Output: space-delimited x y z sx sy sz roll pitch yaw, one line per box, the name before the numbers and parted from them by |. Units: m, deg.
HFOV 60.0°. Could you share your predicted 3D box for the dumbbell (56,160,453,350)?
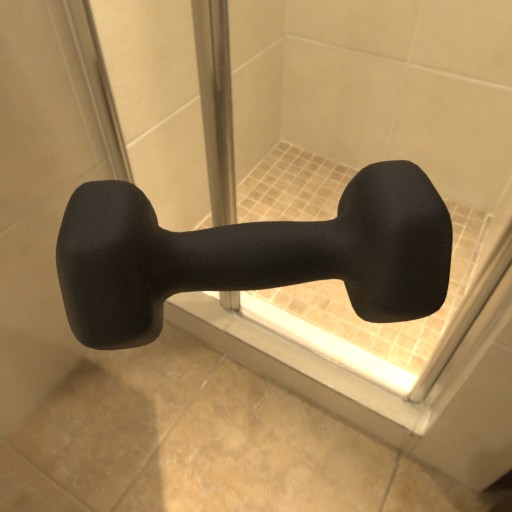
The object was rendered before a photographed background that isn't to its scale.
dumbbell | 0.000 0.000 0.287 0.231 0.101 0.112 -4 47 -4
